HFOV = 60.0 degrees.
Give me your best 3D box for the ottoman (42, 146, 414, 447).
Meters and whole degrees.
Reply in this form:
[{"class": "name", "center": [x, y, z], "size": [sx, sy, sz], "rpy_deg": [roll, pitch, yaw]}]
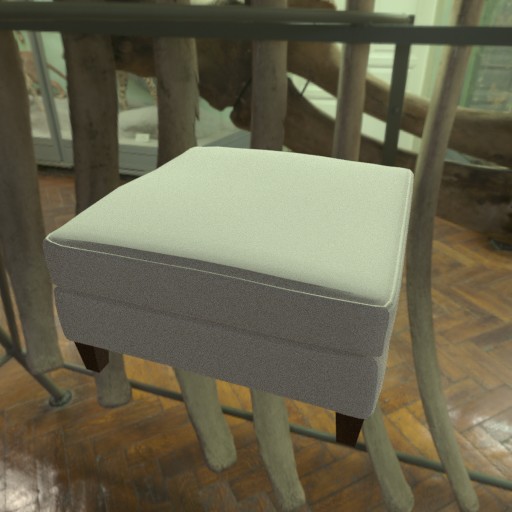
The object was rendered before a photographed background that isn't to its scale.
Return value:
[{"class": "ottoman", "center": [0.000, 0.000, 1.351], "size": [0.838, 0.479, 0.838], "rpy_deg": [10, 31, 17]}]
